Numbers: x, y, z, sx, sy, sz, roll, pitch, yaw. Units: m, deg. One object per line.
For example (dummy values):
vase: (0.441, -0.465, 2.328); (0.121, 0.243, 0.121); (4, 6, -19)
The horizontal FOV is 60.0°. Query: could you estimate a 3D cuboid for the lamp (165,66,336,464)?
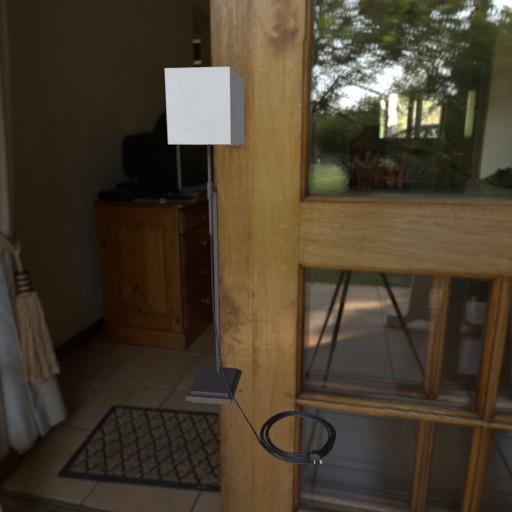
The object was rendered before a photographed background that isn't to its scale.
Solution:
lamp: (0.000, 0.000, 2.006); (0.774, 1.600, 0.698); (2, 14, 8)
